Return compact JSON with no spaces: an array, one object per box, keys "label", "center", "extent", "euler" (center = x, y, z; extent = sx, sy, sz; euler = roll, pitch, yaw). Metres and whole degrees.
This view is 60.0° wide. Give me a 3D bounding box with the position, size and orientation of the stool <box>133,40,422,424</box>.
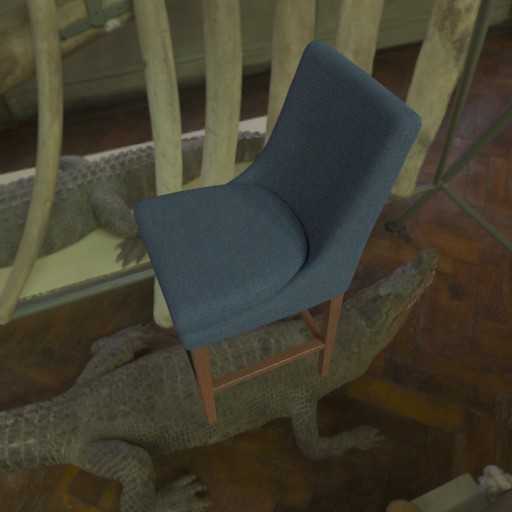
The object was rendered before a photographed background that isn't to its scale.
[{"label":"stool","center":[0.000,0.000,1.269],"extent":[0.577,0.981,0.470],"euler":[-18,50,-15]}]
